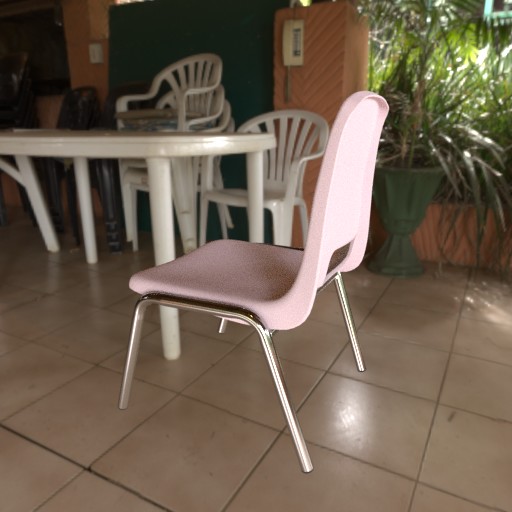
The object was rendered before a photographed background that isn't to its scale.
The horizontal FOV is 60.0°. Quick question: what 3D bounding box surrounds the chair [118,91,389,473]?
[{"bbox_3d":[0.000,0.000,0.784,0.385,0.536,0.354,9,19,26],"label":"chair"}]
